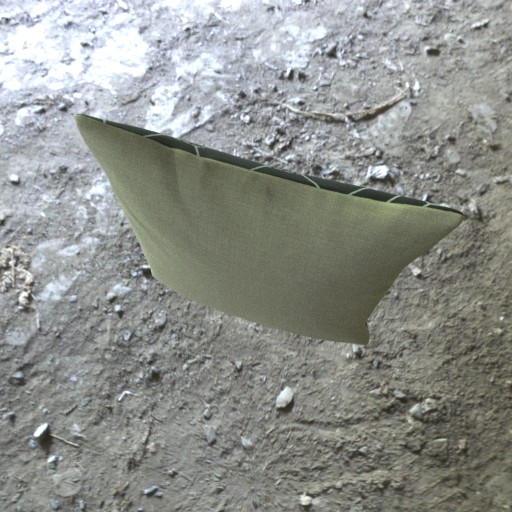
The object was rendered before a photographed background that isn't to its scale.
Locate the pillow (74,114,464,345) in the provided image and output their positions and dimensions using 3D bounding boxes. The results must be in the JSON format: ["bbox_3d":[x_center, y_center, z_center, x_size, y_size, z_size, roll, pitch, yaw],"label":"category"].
[{"bbox_3d":[0.000,0.000,0.779,0.517,0.508,0.158,17,64,8],"label":"pillow"}]
